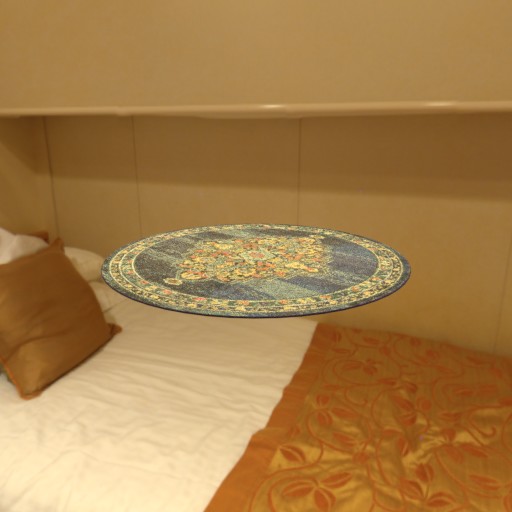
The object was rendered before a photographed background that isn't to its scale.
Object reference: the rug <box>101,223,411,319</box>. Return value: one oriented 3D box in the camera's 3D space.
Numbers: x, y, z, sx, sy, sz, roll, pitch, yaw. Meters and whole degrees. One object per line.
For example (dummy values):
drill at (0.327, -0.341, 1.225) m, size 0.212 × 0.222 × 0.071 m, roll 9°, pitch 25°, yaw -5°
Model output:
rug at (0.000, 0.000, 3.596) m, size 2.386 × 0.014 × 2.386 m, roll 0°, pitch 17°, yaw 0°
